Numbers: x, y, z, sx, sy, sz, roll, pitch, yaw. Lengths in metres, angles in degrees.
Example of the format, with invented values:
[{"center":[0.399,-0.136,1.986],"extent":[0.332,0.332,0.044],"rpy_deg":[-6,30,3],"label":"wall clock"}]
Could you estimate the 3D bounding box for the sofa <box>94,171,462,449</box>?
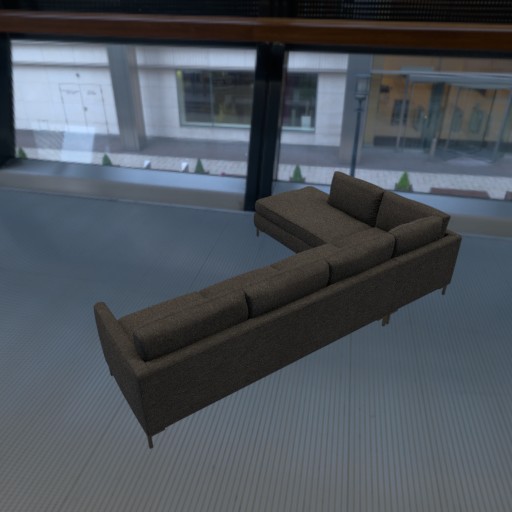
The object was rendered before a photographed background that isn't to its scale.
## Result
[{"center":[0.000,0.000,3.861],"extent":[2.949,0.815,2.007],"rpy_deg":[-19,35,-29],"label":"sofa"}]
